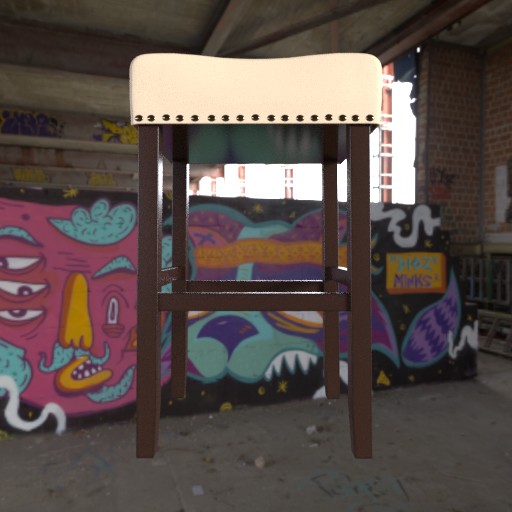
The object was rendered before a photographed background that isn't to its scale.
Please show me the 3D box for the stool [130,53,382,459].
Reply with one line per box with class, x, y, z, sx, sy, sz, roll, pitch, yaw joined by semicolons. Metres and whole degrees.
stool;0.000;0.000;1.015;0.471;0.762;0.401;0;1;0
